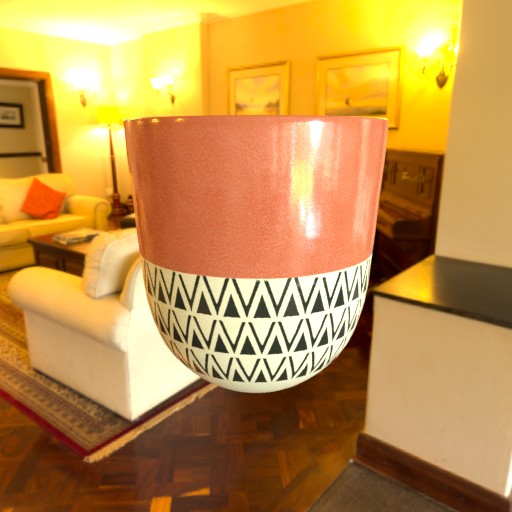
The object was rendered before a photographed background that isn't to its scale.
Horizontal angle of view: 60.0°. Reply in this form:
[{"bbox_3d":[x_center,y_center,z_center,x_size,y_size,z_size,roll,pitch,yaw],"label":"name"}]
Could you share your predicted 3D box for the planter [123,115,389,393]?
[{"bbox_3d":[0.000,0.000,0.366,0.195,0.214,0.195,0,15,0],"label":"planter"}]
